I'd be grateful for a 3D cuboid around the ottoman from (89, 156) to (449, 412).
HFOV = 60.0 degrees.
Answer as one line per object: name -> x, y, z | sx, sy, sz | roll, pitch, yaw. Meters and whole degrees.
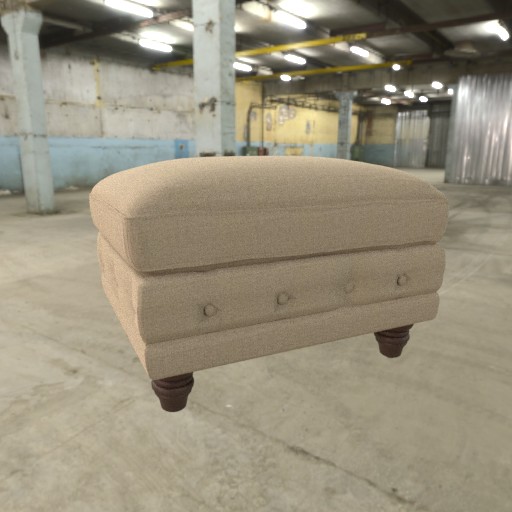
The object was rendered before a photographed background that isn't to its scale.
ottoman -> 0.000, 0.000, 1.049 | 0.684, 0.463, 0.541 | -6, 14, -25
